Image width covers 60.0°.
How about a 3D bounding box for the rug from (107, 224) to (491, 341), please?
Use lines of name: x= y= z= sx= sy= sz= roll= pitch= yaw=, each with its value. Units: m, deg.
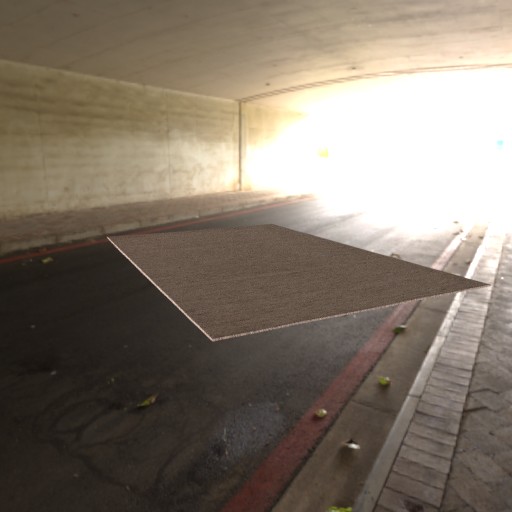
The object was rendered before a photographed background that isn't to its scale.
rug: x=0.000 y=0.000 z=2.342 sx=1.225 sy=0.013 sz=1.840 roll=-6 pitch=14 yaw=-26
